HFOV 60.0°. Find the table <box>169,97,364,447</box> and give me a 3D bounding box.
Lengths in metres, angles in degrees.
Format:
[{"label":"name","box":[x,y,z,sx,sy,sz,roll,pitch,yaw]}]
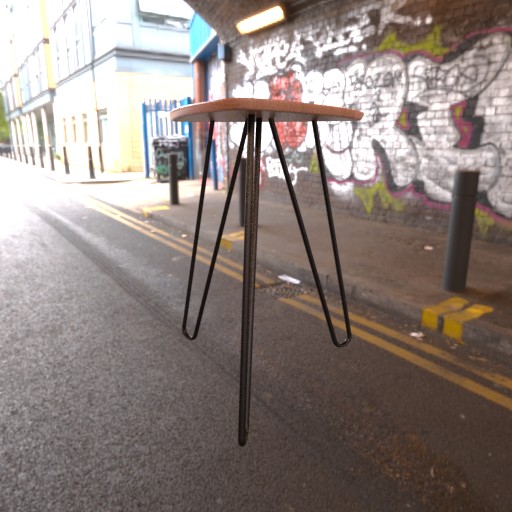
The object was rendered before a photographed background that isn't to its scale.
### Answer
[{"label":"table","box":[0.000,0.000,0.887,0.442,0.564,0.455,2,15,6]}]
